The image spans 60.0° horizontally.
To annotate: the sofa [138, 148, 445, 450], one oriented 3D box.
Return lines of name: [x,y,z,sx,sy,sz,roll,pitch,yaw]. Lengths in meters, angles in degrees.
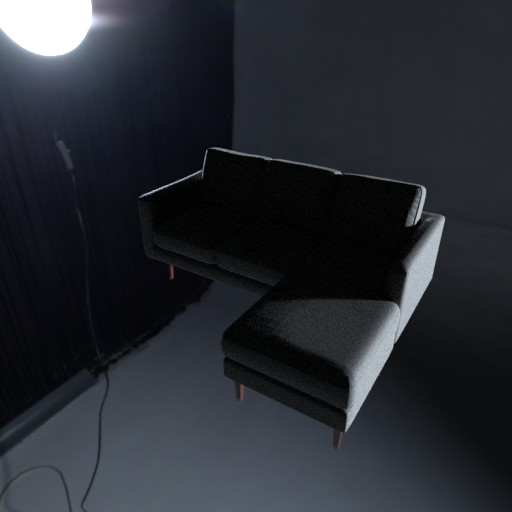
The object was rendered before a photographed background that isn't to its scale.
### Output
sofa: [0.000,0.000,3.023,2.055,0.957,1.667,17,33,28]
